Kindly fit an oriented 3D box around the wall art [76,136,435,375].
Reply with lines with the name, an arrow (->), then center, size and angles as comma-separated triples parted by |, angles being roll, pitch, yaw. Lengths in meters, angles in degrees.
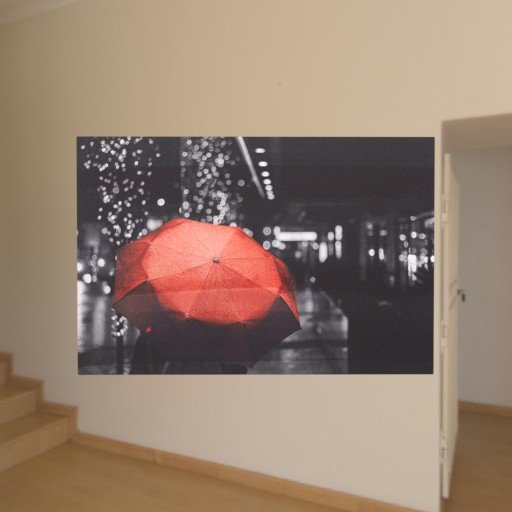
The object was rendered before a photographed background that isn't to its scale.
wall art -> 0.000, 0.000, 1.151 | 0.914, 0.609, 0.038 | 0, 1, 0
